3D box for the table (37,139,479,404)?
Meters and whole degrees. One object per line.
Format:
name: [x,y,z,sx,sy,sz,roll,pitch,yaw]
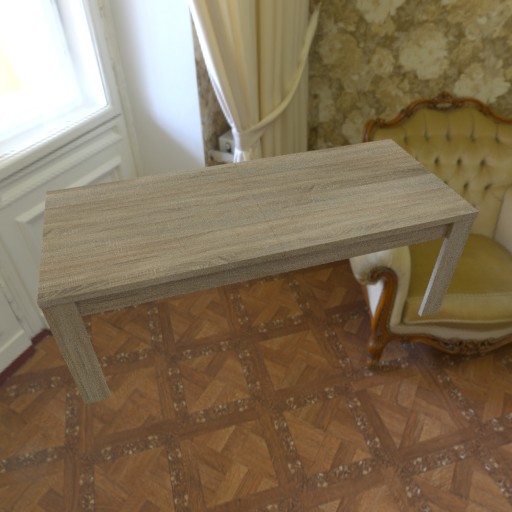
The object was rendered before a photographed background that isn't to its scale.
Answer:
table: [0.000,0.000,2.683,2.200,0.790,0.900,-12,42,-13]
